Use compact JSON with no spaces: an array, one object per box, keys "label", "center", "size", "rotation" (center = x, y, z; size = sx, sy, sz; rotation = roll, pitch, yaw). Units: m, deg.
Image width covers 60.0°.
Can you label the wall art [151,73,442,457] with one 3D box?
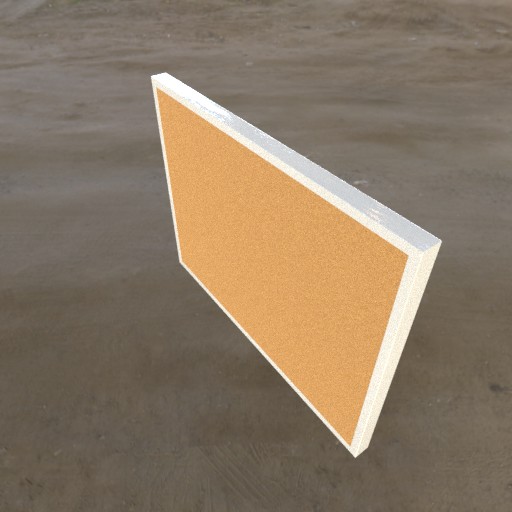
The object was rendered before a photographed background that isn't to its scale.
[{"label":"wall art","center":[0.000,0.000,1.346],"size":[0.053,0.787,1.041],"rotation":[-26,48,-26]}]
